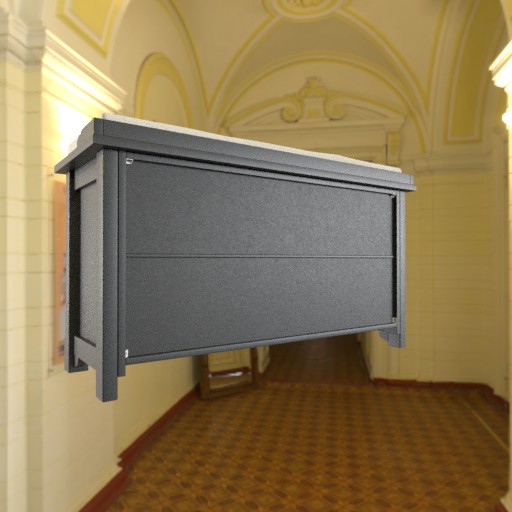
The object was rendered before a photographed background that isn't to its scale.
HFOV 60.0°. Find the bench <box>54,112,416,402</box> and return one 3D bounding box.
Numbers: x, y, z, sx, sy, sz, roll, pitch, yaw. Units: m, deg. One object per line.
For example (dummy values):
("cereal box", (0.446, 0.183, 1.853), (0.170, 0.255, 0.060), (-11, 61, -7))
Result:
("bench", (0.000, 0.000, 1.229), (0.973, 0.561, 0.345), (0, -1, -35))
